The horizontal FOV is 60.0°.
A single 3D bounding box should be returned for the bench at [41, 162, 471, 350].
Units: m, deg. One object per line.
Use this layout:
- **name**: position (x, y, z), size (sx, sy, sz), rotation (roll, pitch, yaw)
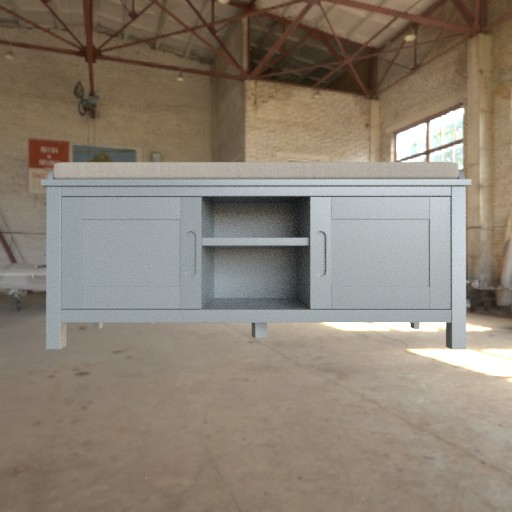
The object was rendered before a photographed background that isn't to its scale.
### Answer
- **bench**: position (0.000, 0.000, 1.372), size (1.140, 0.501, 0.398), rotation (0, 0, 0)
